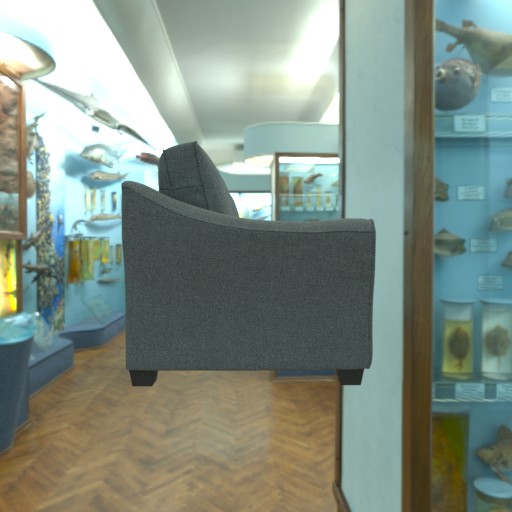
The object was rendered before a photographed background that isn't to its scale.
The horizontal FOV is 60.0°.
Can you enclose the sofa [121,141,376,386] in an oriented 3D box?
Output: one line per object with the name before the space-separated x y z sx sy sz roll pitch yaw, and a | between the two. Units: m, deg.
sofa | 0.000 0.000 2.721 1.013 0.976 2.203 0 1 0
